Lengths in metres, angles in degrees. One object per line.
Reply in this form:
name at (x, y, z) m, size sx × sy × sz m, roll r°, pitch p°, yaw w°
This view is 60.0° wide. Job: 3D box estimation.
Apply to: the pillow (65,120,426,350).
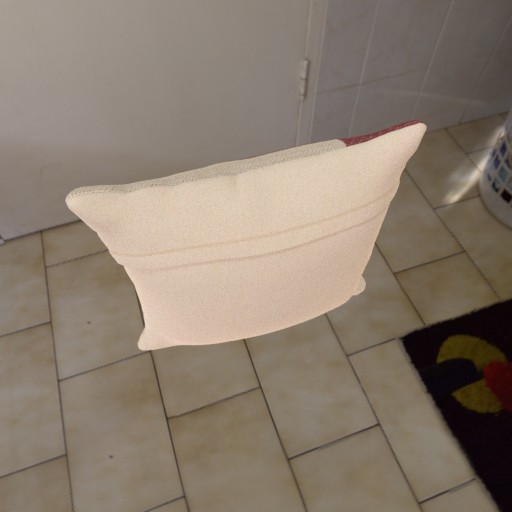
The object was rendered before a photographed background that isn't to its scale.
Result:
pillow at (0.000, 0.000, 0.802) m, size 0.536 × 0.506 × 0.229 m, roll -14°, pitch 59°, yaw -9°
